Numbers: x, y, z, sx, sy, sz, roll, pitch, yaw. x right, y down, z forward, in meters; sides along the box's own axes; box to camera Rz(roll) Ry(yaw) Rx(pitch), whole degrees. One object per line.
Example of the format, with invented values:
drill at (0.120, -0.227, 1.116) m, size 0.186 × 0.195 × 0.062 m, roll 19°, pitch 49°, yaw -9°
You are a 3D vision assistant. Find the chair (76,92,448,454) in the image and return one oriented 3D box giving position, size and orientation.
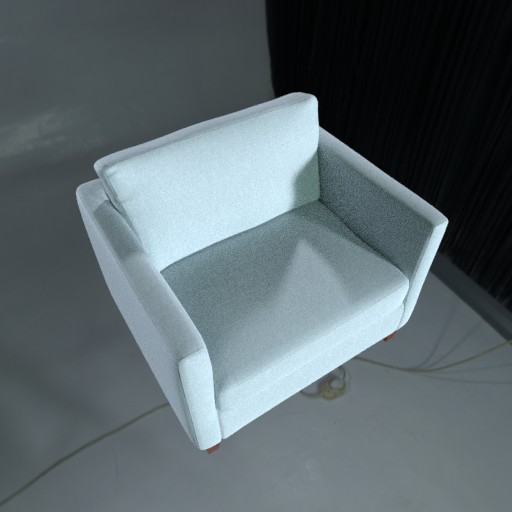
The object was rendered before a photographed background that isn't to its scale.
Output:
chair at (0.000, 0.000, 1.831) m, size 1.107 × 0.961 × 0.953 m, roll -25°, pitch 51°, yaw -22°
